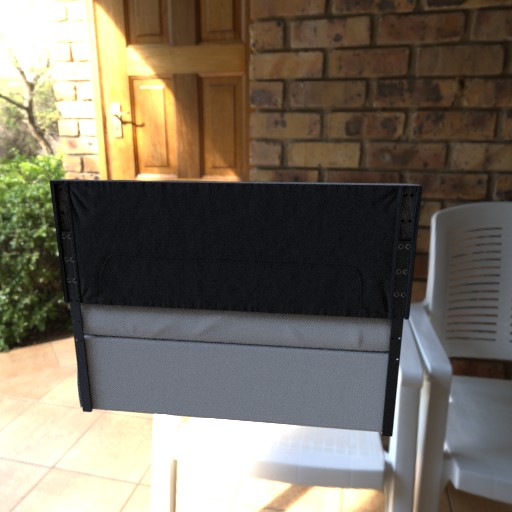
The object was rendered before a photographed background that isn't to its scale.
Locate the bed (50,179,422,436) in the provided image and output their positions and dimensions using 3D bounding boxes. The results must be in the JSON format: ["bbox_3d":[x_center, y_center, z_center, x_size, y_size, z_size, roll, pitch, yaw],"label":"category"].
[{"bbox_3d":[0.000,0.000,2.935,1.621,1.168,1.958,2,16,7],"label":"bed"}]
